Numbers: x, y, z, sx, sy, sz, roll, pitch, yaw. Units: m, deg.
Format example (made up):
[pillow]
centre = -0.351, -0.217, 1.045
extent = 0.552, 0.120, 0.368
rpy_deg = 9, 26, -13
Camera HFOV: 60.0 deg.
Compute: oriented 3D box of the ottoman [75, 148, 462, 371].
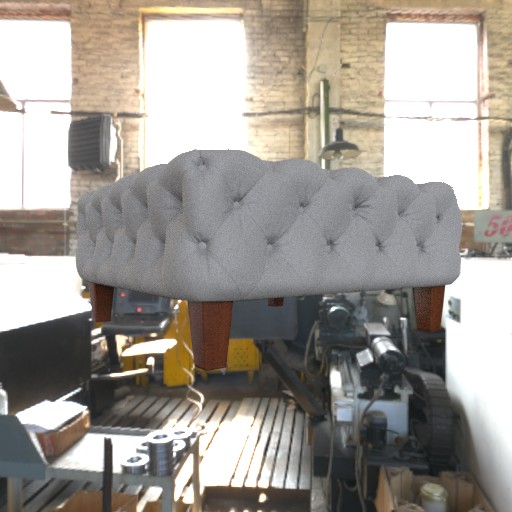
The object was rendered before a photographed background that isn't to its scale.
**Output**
[ottoman]
centre = 0.000, 0.000, 1.166
extent = 0.764, 0.365, 0.758
rpy_deg = 0, 0, -35
